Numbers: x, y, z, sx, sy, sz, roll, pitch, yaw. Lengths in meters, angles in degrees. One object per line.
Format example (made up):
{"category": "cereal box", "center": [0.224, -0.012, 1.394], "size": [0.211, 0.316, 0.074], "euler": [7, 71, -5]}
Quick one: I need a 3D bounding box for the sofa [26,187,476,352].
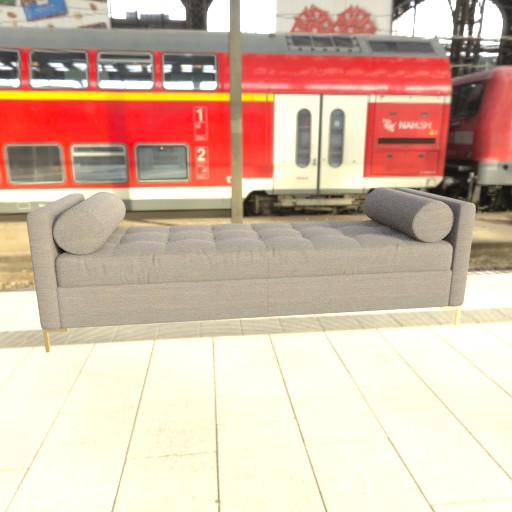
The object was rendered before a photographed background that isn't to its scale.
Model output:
{"category": "sofa", "center": [0.000, 0.000, 2.321], "size": [1.981, 0.635, 0.686], "euler": [-2, 15, -8]}
